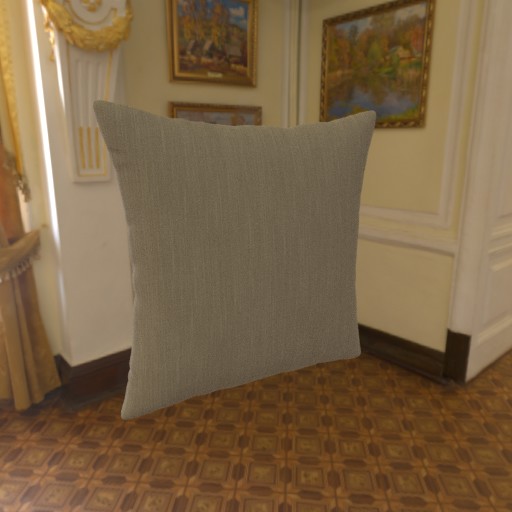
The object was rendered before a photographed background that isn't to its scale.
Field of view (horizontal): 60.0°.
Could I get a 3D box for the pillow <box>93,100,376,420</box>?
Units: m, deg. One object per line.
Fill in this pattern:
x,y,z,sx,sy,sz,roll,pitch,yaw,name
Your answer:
0.000,0.000,0.792,0.511,0.509,0.161,-7,16,-26,pillow
